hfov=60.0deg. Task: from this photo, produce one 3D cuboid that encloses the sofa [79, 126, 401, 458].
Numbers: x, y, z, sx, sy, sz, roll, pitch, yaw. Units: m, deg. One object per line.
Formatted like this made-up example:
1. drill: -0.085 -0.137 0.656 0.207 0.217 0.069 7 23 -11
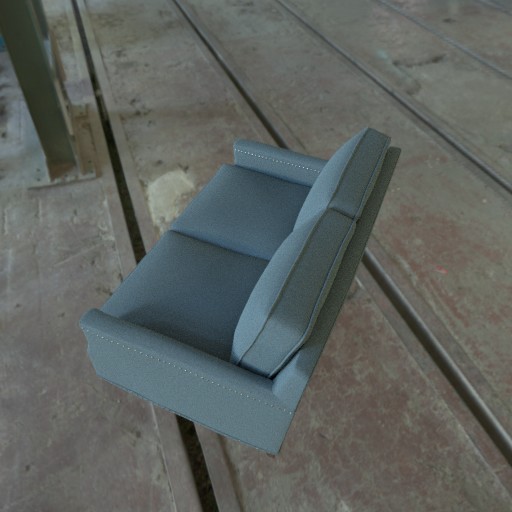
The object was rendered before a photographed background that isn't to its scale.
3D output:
1. sofa: 0.000 0.000 2.327 1.084 1.003 1.597 18 49 16
